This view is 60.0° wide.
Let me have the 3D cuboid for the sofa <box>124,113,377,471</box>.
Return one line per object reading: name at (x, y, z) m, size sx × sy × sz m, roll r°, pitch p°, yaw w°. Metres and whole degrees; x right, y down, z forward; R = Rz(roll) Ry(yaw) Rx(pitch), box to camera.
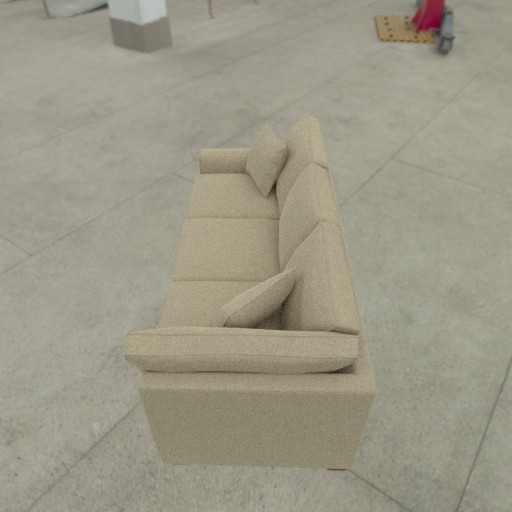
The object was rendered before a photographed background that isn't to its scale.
sofa at (0.000, 0.000, 2.842) m, size 1.061 × 0.962 × 2.317 m, roll 1°, pitch 41°, yaw 1°
